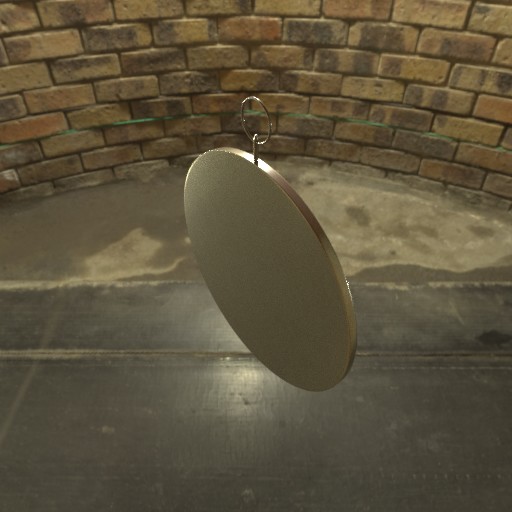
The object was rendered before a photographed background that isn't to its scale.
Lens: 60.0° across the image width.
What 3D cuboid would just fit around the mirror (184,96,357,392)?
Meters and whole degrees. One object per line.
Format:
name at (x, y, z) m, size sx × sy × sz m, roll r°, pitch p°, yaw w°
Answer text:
mirror at (0.000, 0.000, 0.985) m, size 0.020 × 0.713 × 0.594 m, roll -27°, pitch 48°, yaw -27°
